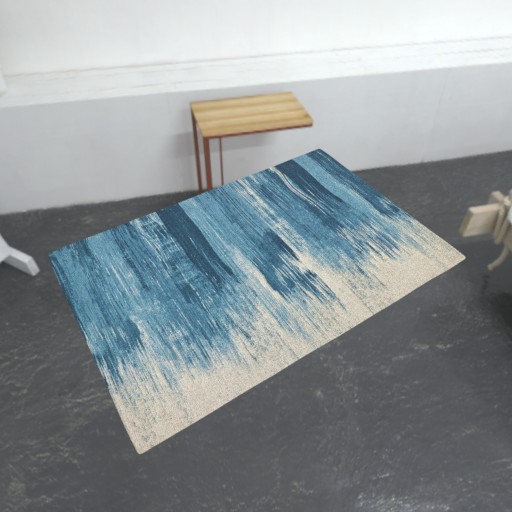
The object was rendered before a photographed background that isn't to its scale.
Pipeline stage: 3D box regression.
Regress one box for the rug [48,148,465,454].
[{"bbox_3d":[0.000,0.000,2.325,1.836,0.009,1.232,-25,52,-22],"label":"rug"}]
